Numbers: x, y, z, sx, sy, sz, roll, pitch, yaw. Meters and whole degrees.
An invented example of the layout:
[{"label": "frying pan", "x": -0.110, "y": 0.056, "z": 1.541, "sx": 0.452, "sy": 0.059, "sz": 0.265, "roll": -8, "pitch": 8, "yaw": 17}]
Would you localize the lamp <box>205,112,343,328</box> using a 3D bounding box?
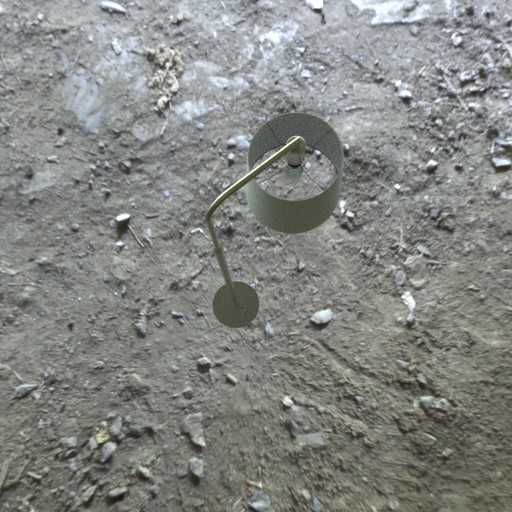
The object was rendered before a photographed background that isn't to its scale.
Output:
[{"label": "lamp", "x": 0.000, "y": 0.000, "z": 1.624, "sx": 0.508, "sy": 1.478, "sz": 0.254, "roll": -36, "pitch": 79, "yaw": -8}]
